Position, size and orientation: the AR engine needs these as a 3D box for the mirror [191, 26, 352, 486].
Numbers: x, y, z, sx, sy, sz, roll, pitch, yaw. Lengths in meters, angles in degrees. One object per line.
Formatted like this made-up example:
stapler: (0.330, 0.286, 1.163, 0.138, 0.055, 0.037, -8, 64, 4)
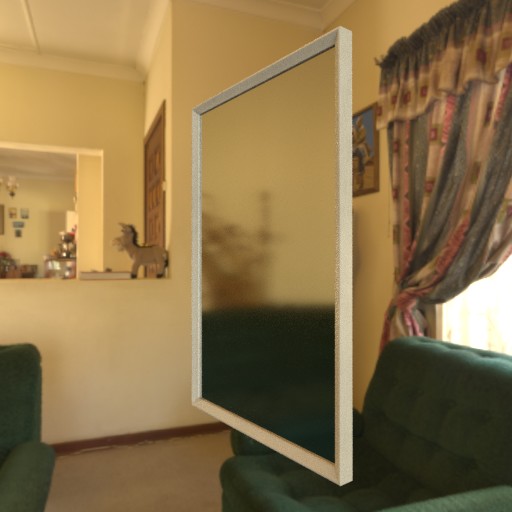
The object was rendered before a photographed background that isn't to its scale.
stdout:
mirror: (0.000, 0.000, 1.136, 0.041, 0.915, 0.609, 0, 0, -37)
